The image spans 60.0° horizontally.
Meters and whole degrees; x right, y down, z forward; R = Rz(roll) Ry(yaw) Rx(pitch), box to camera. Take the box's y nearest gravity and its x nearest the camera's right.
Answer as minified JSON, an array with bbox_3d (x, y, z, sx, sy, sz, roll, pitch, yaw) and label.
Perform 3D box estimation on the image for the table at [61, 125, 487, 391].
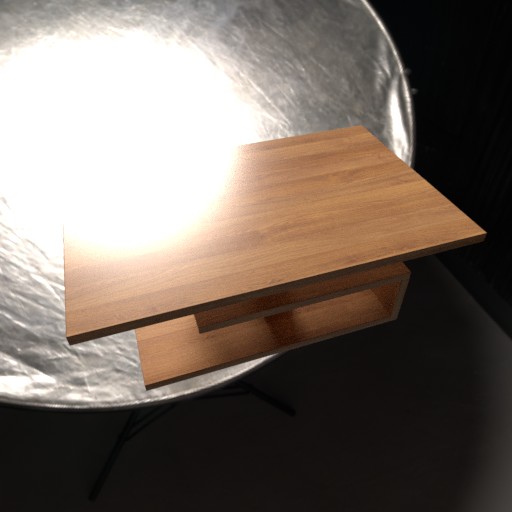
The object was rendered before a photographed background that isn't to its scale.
[{"bbox_3d":[0.000,0.000,1.476,1.100,0.442,0.700,-13,43,-14],"label":"table"}]
